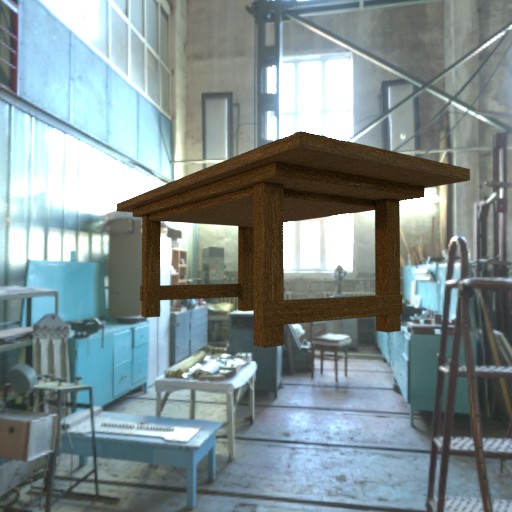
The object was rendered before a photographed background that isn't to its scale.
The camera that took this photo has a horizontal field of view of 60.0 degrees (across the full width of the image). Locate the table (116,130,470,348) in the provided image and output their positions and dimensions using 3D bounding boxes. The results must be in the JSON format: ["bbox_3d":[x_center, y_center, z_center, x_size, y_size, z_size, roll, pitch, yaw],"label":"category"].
[{"bbox_3d":[0.000,0.000,2.534,1.000,0.762,1.982,1,-2,-34],"label":"table"}]
